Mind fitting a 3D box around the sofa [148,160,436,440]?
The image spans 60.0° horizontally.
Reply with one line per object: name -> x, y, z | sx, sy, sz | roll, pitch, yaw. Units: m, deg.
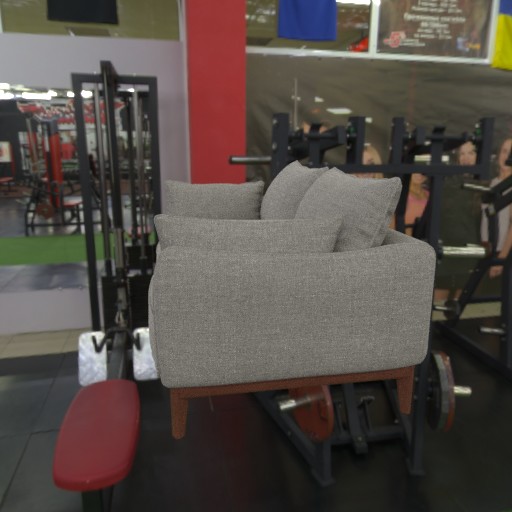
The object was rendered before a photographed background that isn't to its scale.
sofa -> 0.000, 0.000, 2.135 | 0.972, 0.851, 1.580 | -2, 14, -10
